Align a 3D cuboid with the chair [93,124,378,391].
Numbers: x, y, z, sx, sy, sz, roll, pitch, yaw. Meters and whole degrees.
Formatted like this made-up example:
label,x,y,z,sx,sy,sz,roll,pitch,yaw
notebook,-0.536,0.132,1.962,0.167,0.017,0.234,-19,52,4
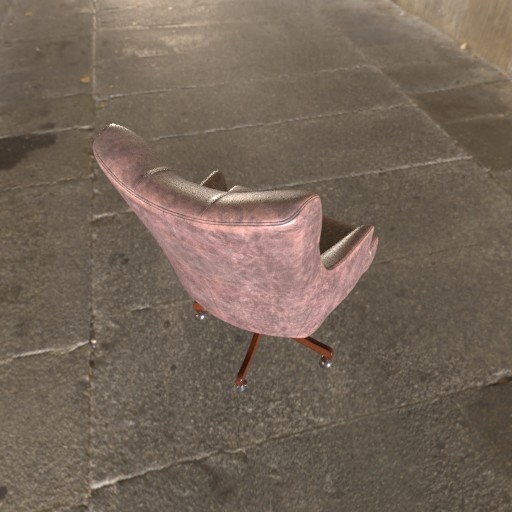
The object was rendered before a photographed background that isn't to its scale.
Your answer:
label,x,y,z,sx,sy,sz,roll,pitch,yaw
chair,0.000,0.000,1.490,0.641,1.035,0.762,23,49,21
